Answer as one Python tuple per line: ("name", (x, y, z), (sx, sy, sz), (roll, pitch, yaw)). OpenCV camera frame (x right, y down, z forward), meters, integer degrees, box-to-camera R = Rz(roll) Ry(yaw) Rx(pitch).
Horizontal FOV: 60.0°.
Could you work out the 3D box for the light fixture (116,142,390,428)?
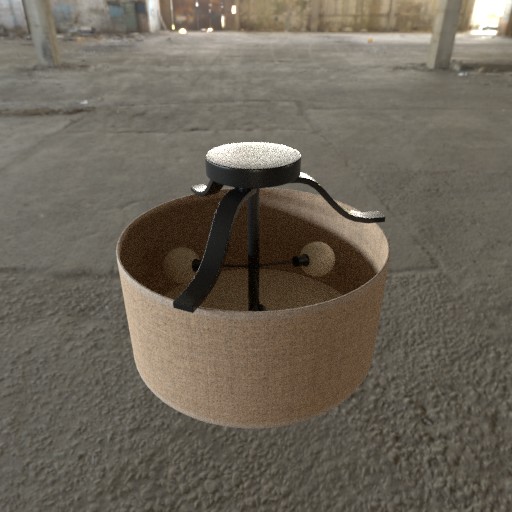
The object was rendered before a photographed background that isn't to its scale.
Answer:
("light fixture", (0.000, 0.000, 0.657), (0.390, 0.306, 0.390), (0, 29, 0))
